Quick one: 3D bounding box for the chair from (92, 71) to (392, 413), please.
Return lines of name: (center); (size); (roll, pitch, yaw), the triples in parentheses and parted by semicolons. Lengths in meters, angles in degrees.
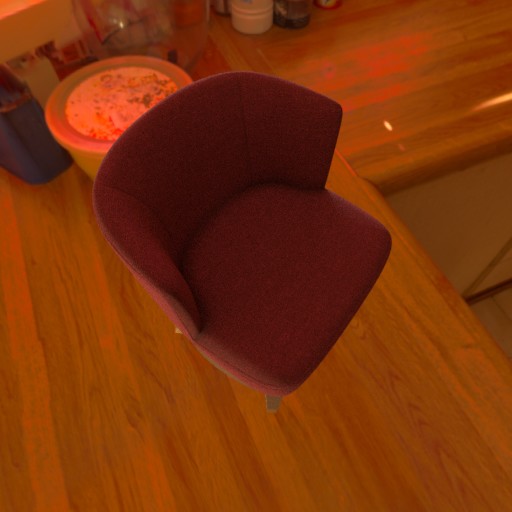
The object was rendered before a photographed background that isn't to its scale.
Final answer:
chair: (0.000, 0.000, 1.308); (0.660, 0.760, 0.700); (32, 63, 19)
